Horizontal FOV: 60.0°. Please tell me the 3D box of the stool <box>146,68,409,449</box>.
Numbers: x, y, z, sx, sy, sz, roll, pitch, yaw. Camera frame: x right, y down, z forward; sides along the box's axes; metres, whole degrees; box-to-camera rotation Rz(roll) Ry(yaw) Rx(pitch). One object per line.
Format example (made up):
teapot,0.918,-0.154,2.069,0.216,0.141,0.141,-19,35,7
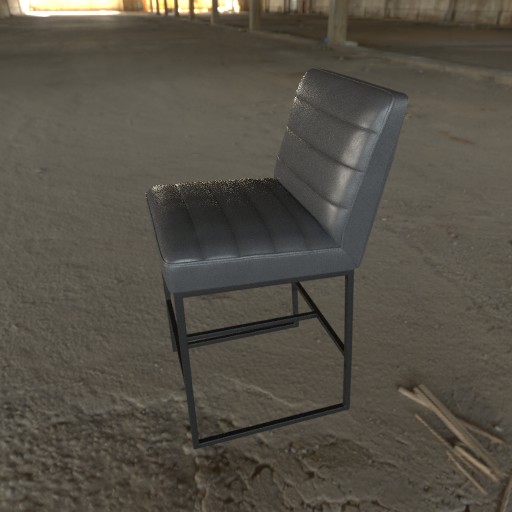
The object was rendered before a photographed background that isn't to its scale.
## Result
stool,0.000,0.000,1.262,0.552,0.938,0.457,-9,31,-15
